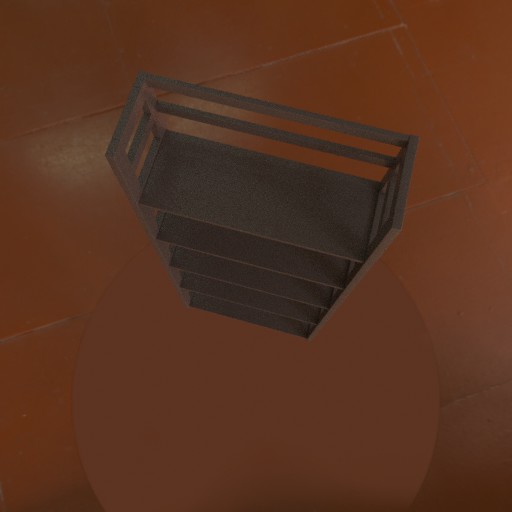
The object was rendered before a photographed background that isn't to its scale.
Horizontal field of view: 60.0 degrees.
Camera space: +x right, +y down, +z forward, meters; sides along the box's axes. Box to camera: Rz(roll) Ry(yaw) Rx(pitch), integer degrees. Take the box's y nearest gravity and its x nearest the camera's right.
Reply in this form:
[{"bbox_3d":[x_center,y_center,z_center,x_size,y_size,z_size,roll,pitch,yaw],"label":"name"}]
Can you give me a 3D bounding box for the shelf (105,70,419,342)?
[{"bbox_3d":[0.000,0.000,1.880,0.763,1.600,0.403,15,75,4],"label":"shelf"}]
